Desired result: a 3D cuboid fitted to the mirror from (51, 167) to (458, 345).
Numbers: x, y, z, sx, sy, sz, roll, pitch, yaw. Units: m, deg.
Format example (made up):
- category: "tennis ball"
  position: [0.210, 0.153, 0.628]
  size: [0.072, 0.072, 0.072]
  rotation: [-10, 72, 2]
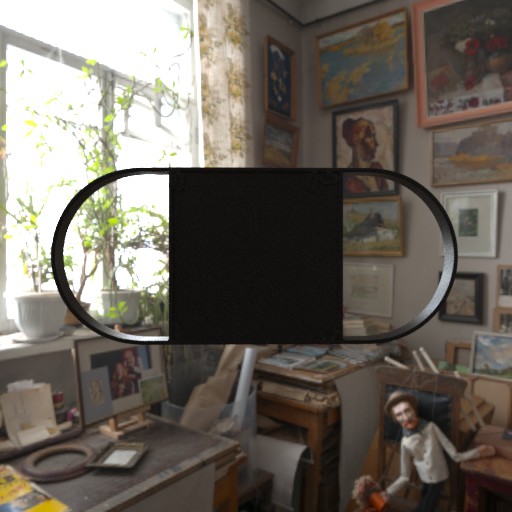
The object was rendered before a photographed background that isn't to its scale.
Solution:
- category: "mirror"
  position: [0.000, 0.000, 0.650]
  size: [0.584, 0.254, 0.032]
  rotation: [0, 0, -1]
